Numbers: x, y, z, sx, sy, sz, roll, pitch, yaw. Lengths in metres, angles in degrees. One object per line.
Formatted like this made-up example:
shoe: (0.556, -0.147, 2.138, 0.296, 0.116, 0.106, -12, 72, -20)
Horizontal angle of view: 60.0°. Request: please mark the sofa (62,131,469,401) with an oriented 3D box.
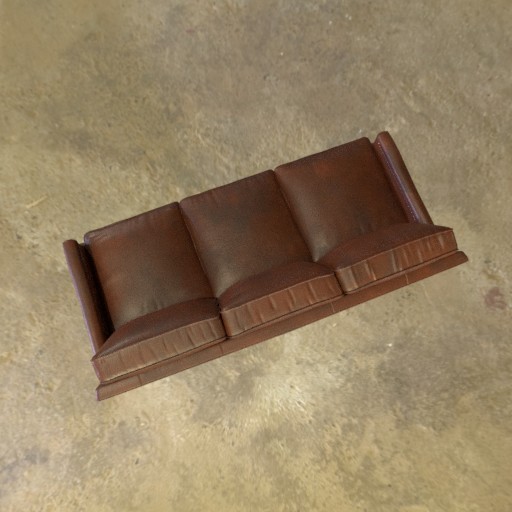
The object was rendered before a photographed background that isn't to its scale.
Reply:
sofa: (0.000, 0.000, 2.847, 2.240, 1.003, 1.084, -20, 76, -5)
